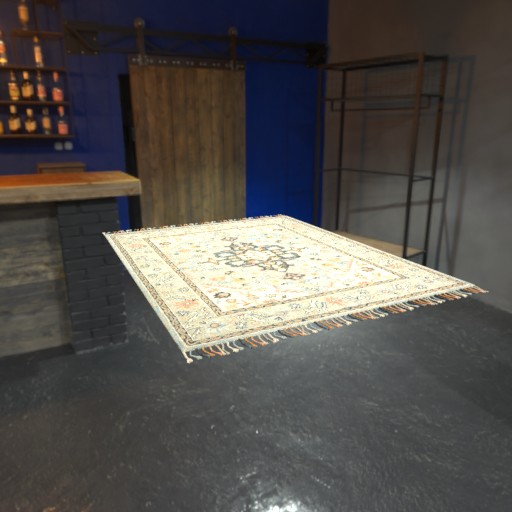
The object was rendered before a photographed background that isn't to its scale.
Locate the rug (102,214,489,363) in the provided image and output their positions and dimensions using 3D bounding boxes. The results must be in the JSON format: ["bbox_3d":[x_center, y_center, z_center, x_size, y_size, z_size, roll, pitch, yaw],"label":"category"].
[{"bbox_3d":[0.000,0.000,2.274,1.278,0.009,1.730,-8,19,-25],"label":"rug"}]
